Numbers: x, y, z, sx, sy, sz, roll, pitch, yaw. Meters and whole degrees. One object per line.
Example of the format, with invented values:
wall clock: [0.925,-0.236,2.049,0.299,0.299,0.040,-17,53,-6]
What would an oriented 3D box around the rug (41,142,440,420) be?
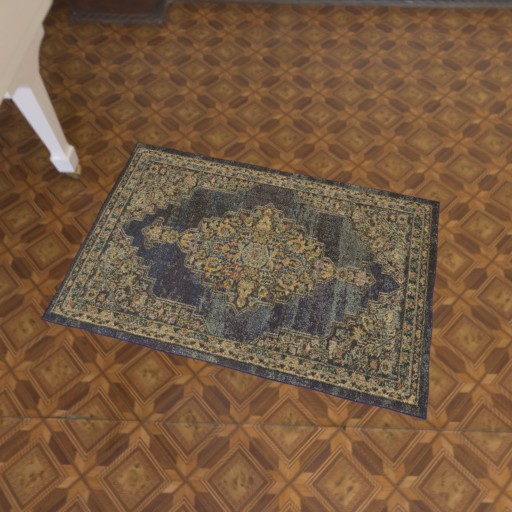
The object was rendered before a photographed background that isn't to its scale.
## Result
rug: [0.000,0.000,2.250,1.781,0.012,1.184,13,60,7]
